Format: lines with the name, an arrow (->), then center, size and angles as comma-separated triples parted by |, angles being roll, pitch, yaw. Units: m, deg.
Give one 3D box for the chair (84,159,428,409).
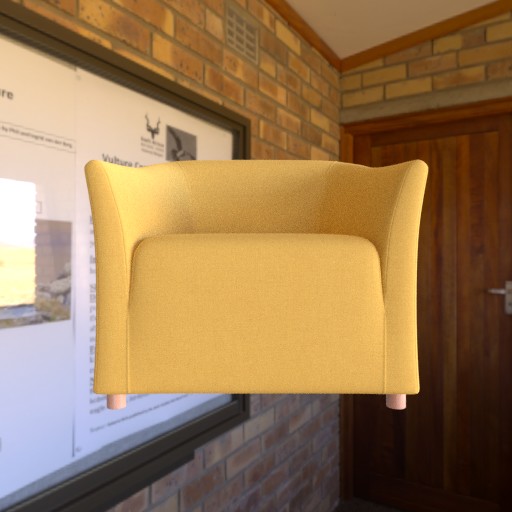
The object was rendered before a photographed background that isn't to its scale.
chair -> 0.000, 0.000, 1.348 | 0.790, 0.720, 0.700 | 0, 0, 0
